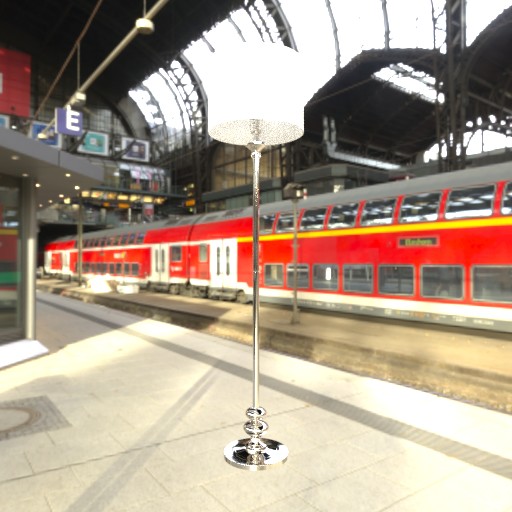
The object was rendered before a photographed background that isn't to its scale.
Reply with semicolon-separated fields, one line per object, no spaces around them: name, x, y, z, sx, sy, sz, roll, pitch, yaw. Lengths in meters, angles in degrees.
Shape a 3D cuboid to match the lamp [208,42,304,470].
lamp;0.000;0.000;1.660;0.356;1.487;0.356;0;-1;-37
